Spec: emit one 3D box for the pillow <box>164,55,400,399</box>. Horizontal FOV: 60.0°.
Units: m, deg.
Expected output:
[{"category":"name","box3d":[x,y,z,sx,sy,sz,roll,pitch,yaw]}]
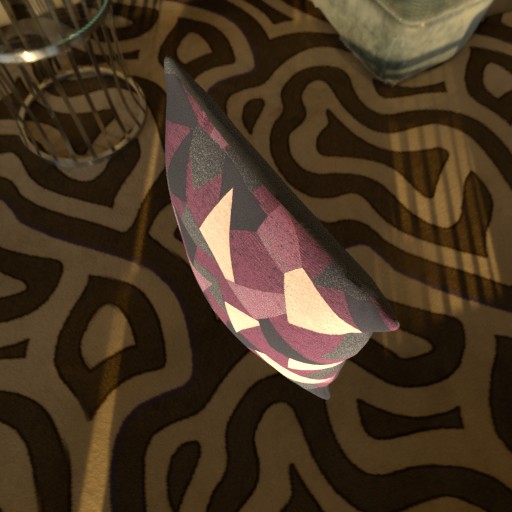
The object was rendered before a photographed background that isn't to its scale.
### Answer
[{"category":"pillow","box3d":[0.000,0.000,0.768,0.208,0.496,0.503,-32,68,-15]}]
